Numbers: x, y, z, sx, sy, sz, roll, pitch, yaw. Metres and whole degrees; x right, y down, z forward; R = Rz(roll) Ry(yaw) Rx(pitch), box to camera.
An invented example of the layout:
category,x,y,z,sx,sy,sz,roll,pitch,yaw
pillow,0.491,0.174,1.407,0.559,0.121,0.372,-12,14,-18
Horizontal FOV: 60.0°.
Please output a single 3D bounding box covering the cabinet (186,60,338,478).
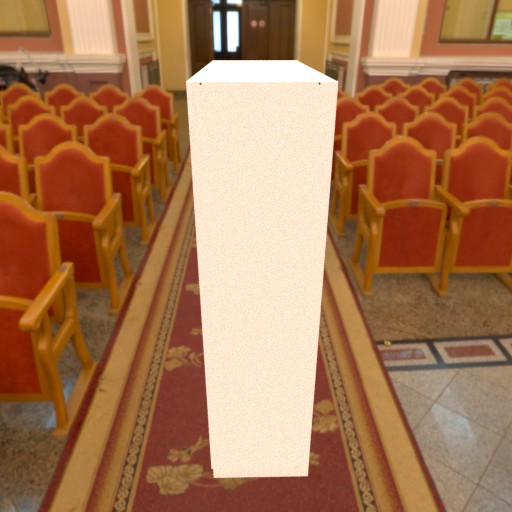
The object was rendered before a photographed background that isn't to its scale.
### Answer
category,x,y,z,sx,sy,sz,roll,pitch,yaw
cabinet,0.000,0.000,2.442,0.510,1.910,1.290,-1,27,-1
